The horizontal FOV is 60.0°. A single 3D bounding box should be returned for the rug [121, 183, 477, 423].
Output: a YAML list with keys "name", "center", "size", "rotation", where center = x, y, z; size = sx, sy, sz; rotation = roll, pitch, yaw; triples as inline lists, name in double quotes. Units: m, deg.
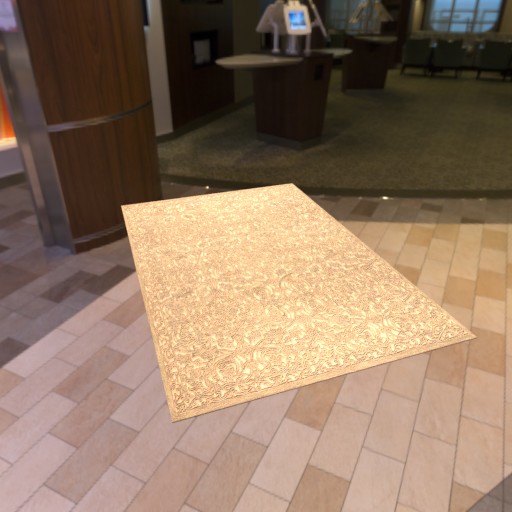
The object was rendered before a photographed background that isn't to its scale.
- name: "rug"
  center: [0.000, 0.000, 2.337]
  size: [1.221, 0.006, 1.827]
  rotation: [-10, 31, -17]
